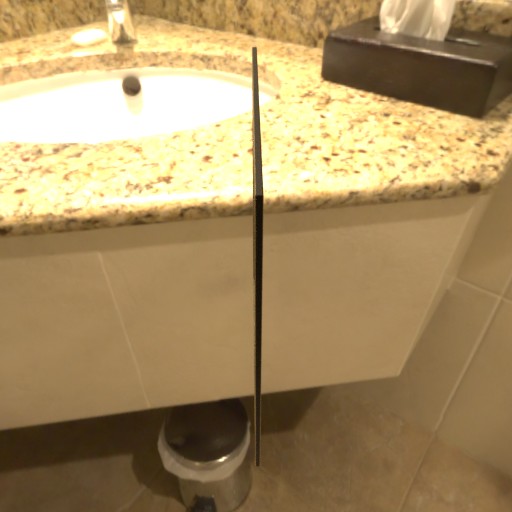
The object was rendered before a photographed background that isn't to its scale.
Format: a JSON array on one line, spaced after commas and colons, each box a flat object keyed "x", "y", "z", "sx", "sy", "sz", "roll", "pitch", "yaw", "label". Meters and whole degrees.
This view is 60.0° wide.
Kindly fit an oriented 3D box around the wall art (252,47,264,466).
[{"x": 0.000, "y": 0.000, "z": 0.780, "sx": 0.009, "sy": 0.559, "sz": 0.483, "roll": 0, "pitch": 40, "yaw": -1, "label": "wall art"}]
